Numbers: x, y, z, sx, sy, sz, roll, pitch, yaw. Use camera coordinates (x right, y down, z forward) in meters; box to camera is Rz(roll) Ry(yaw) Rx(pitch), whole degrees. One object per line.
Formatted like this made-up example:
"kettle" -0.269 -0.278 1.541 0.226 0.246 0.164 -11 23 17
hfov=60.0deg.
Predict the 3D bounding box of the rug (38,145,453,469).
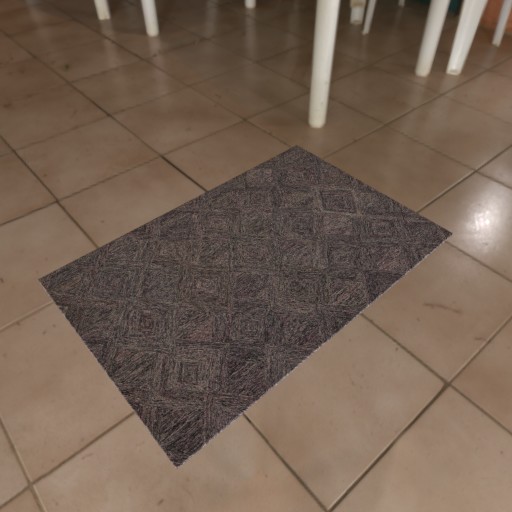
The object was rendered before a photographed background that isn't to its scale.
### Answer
"rug" 0.000 0.000 2.901 2.298 0.017 1.501 -33 54 -28
